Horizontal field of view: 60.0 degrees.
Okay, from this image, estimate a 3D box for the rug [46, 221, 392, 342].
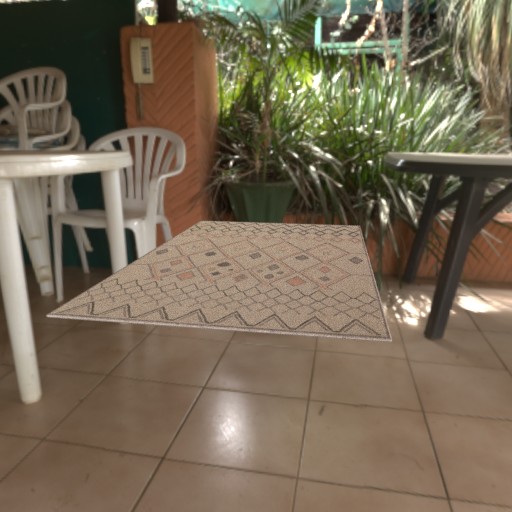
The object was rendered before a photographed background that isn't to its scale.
[{"bbox_3d":[0.000,0.000,3.054,1.524,0.015,2.438,3,15,9],"label":"rug"}]
